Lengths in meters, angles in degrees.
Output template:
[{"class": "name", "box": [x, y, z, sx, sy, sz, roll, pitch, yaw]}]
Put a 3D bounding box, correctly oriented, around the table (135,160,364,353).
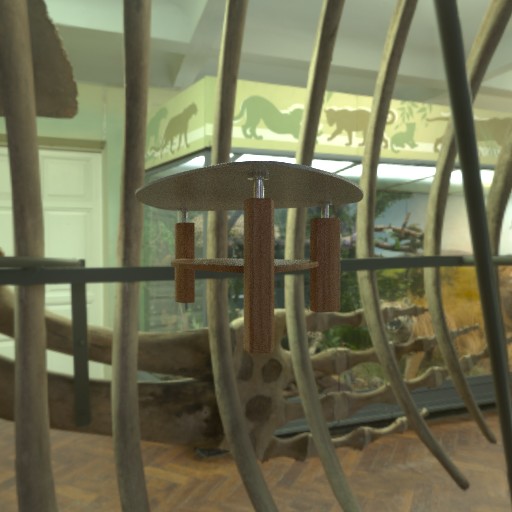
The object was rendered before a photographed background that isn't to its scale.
[{"class": "table", "box": [0.000, 0.000, 1.623, 0.850, 0.440, 1.250, 0, 1, -19]}]
